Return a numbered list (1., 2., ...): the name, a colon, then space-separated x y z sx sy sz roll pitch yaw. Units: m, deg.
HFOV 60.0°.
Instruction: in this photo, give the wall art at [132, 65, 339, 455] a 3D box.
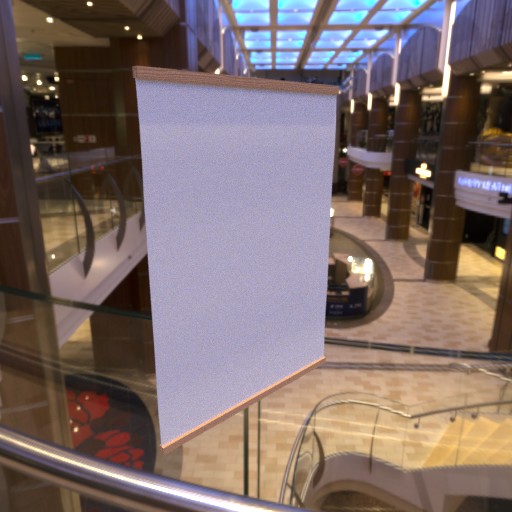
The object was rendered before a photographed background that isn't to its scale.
1. wall art: 0.000 0.000 1.359 0.739 1.016 0.020 -15 22 -42
